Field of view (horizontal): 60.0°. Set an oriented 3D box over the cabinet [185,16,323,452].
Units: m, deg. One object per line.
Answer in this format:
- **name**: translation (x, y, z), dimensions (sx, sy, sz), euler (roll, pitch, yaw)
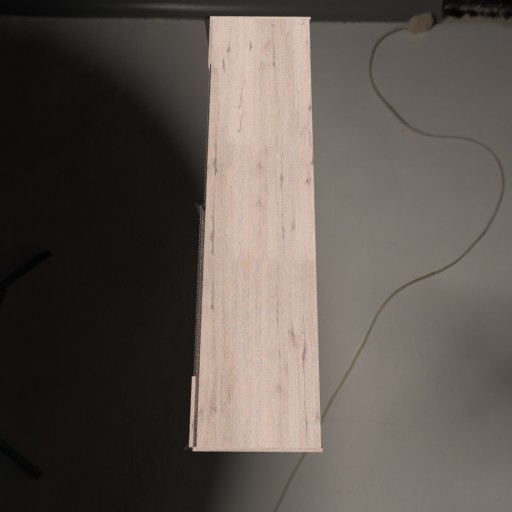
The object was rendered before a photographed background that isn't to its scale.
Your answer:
- **cabinet**: translation (0.000, 0.000, 3.488), dimensions (0.660, 2.180, 2.500), euler (0, 75, 0)
